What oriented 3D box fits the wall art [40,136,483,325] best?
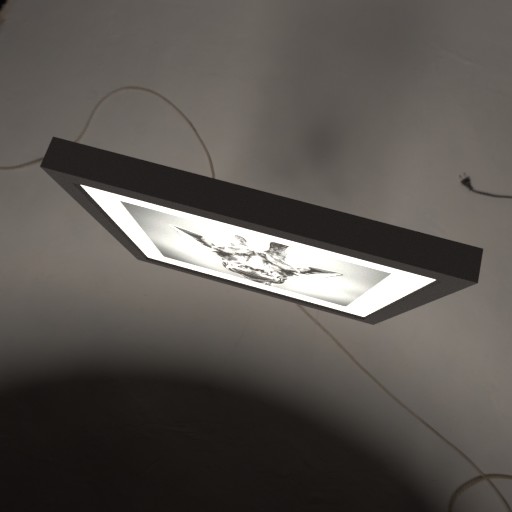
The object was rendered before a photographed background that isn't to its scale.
[{"bbox_3d":[0.000,0.000,0.534,0.381,0.330,0.031,15,76,4],"label":"wall art"}]
